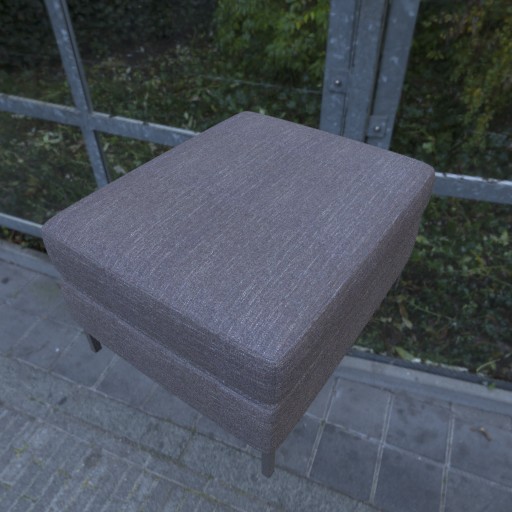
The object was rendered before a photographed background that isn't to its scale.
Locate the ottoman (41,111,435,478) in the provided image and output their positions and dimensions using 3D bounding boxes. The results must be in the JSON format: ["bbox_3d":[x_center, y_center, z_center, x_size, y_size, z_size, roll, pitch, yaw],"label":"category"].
[{"bbox_3d":[0.000,0.000,1.216,0.671,0.490,0.820,25,47,26],"label":"ottoman"}]
